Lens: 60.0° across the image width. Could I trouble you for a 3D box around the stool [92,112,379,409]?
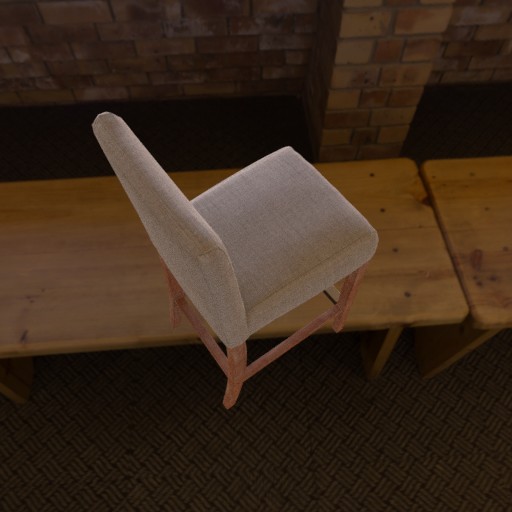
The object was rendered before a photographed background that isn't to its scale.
[{"bbox_3d":[0.000,0.000,1.332,0.567,1.039,0.454,-32,63,-18],"label":"stool"}]
